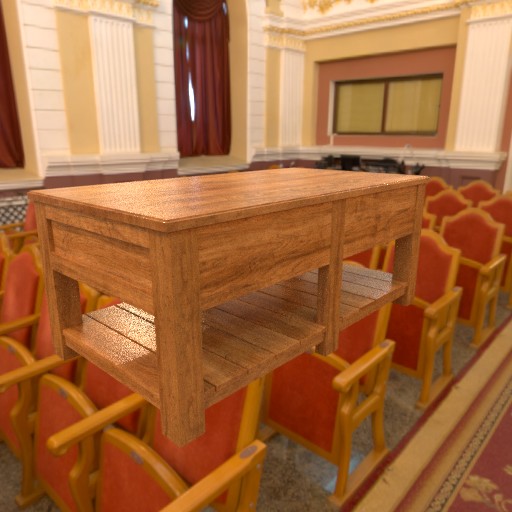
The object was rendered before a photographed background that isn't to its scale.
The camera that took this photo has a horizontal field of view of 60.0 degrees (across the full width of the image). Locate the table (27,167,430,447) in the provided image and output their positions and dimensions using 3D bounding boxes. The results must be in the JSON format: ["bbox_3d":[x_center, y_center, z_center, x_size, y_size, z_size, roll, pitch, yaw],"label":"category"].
[{"bbox_3d":[0.000,0.000,1.455,0.635,0.480,1.150,14,21,41],"label":"table"}]
